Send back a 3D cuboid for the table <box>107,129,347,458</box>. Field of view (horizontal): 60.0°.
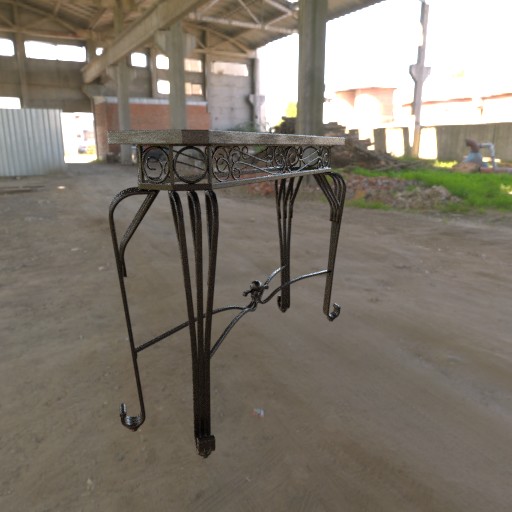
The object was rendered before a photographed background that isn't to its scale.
[{"bbox_3d":[0.000,0.000,1.526,0.329,0.800,1.112,7,16,27],"label":"table"}]
